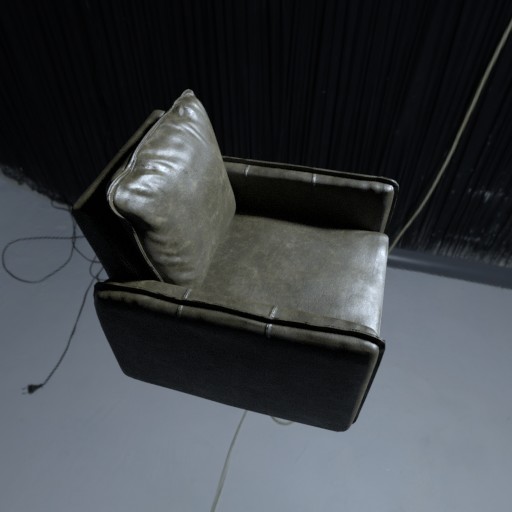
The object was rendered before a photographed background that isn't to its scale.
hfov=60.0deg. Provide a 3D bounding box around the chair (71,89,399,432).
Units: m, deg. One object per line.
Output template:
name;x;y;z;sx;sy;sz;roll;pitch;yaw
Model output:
chair;0.000;0.000;1.583;0.921;0.921;0.830;11;48;10
